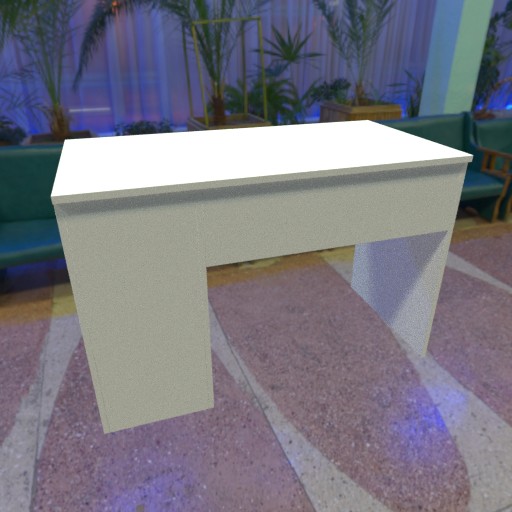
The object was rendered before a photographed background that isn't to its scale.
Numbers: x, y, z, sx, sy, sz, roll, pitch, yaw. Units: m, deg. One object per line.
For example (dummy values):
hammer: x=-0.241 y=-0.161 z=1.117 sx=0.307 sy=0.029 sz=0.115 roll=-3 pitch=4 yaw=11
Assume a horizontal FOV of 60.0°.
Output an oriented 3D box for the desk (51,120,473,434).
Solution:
desk: x=0.000 y=0.000 z=1.489 sx=1.096 sy=0.730 sz=0.560 roll=-8 pitch=28 yaw=-16
